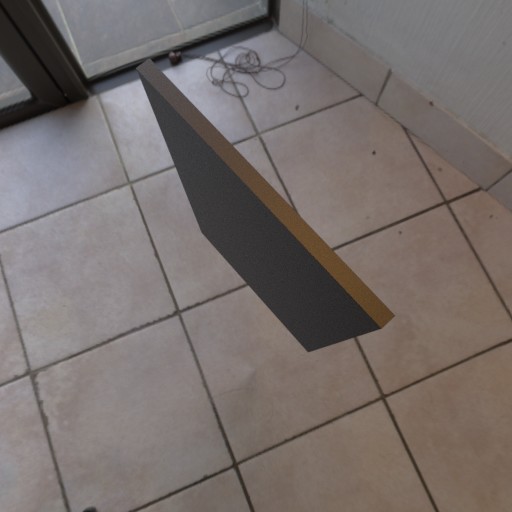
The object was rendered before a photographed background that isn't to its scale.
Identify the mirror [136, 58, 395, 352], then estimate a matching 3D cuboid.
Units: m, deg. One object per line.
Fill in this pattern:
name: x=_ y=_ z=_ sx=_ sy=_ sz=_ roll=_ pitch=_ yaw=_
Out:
mirror: x=0.000 y=0.000 z=1.504 sx=0.038 sy=1.219 sz=0.762 roll=-40 pitch=79 yaw=-9
